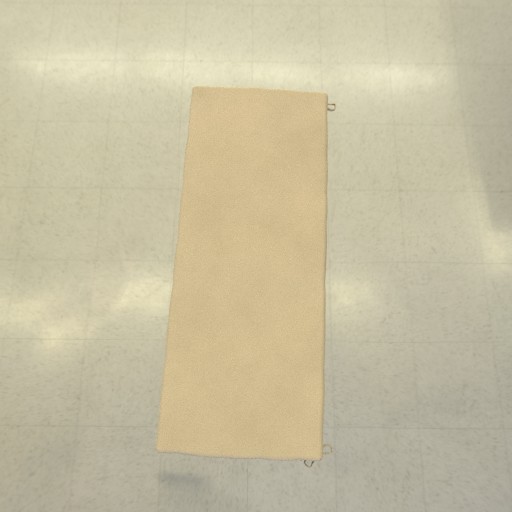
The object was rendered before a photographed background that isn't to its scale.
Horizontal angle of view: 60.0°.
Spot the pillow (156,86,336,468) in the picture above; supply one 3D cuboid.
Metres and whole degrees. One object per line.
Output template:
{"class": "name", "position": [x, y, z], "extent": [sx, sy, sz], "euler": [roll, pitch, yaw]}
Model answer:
{"class": "pillow", "position": [0.000, 0.000, 1.362], "extent": [0.492, 0.081, 1.187], "euler": [3, 75, 1]}
